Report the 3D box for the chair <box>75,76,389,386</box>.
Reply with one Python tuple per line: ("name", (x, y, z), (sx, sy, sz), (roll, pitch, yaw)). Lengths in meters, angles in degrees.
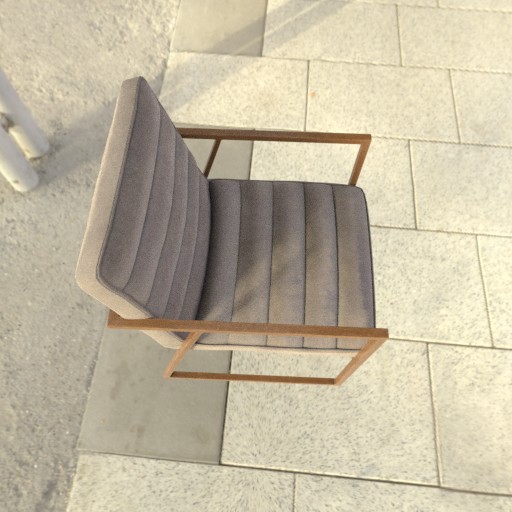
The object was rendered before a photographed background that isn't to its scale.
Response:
("chair", (0.000, 0.000, 1.296), (0.682, 0.843, 0.578), (2, 64, 1))
